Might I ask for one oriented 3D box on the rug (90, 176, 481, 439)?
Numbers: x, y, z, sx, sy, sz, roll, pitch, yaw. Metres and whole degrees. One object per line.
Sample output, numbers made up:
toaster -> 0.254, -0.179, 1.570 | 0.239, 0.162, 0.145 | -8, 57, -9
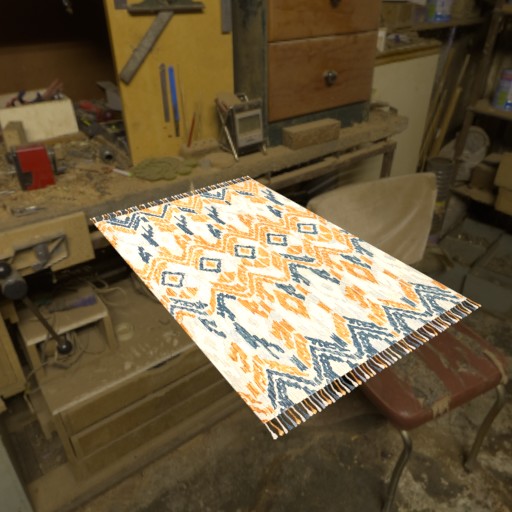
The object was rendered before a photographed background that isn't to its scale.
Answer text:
rug -> 0.000, 0.000, 3.056 | 1.533, 0.010, 2.428 | -21, 38, -29
